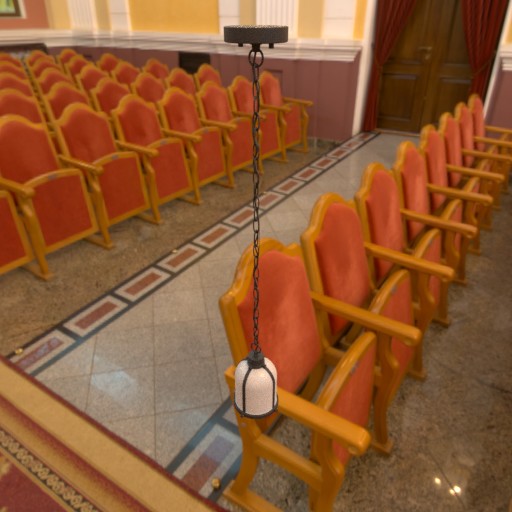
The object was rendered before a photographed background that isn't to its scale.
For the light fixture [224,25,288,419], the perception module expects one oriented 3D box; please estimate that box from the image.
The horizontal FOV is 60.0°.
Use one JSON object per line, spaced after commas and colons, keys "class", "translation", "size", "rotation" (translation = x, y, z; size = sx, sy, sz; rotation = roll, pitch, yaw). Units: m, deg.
{"class": "light fixture", "translation": [0.000, 0.000, 1.282], "size": [0.178, 1.181, 0.178], "rotation": [18, 34, 29]}
